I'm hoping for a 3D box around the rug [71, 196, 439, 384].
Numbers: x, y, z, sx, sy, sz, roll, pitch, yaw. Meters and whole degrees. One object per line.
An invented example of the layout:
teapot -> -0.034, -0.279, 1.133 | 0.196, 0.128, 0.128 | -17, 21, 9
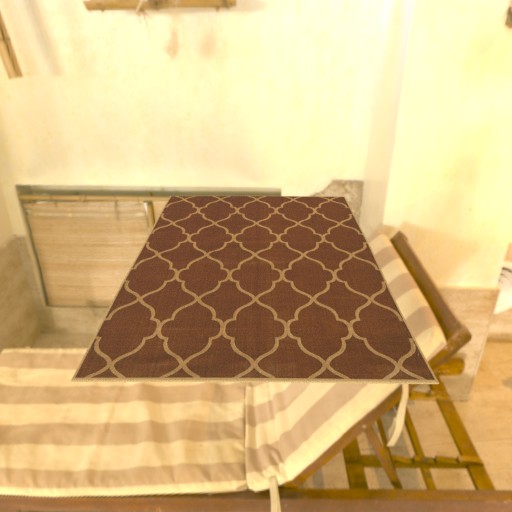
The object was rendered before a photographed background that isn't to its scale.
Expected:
rug -> 0.000, 0.000, 2.836 | 1.526, 0.014, 2.290 | 0, 27, 0
